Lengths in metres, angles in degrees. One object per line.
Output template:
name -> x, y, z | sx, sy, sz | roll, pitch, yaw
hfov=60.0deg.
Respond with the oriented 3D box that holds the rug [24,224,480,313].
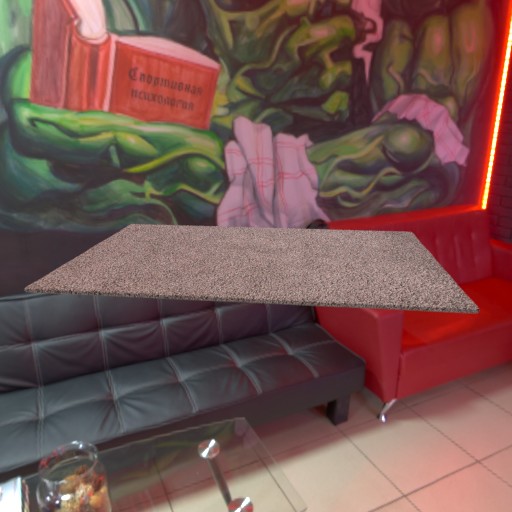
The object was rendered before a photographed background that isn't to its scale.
rug -> 0.000, 0.000, 3.473 | 2.743, 0.030, 1.778 | 2, 18, 6
